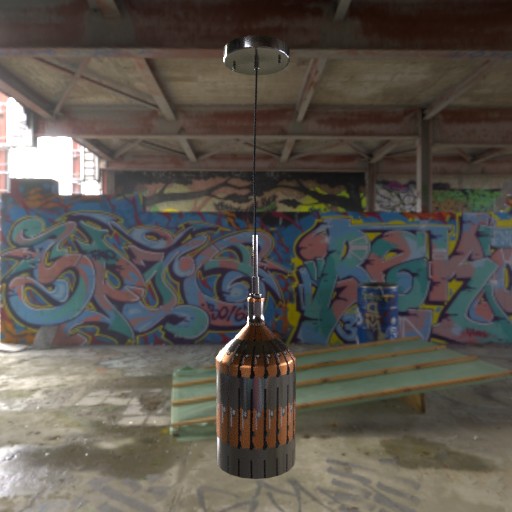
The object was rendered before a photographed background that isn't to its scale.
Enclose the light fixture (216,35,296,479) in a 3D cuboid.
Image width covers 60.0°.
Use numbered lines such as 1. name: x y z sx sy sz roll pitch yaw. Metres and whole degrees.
1. light fixture: 0.000 0.000 1.671 0.303 1.535 0.303 0 0 0
